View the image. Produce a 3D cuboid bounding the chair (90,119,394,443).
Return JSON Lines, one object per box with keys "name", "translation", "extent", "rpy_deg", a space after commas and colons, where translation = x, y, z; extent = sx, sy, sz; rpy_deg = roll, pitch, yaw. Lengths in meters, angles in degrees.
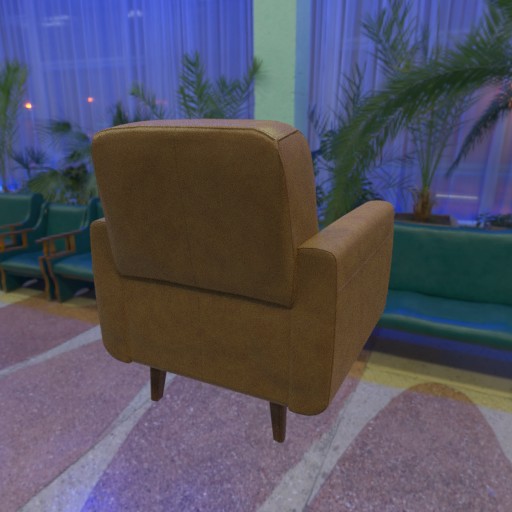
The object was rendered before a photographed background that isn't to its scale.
{"name": "chair", "translation": [0.000, 0.000, 1.643], "extent": [0.845, 0.968, 0.942], "rpy_deg": [8, 19, 25]}
